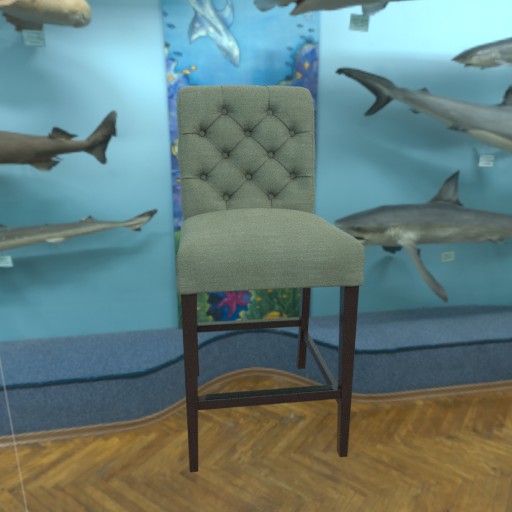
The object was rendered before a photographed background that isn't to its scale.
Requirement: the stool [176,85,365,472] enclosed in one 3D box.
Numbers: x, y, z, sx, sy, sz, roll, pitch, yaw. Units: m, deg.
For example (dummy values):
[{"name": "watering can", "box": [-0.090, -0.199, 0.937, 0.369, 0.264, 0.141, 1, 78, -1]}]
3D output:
[{"name": "stool", "box": [0.000, 0.000, 1.436, 0.486, 1.084, 0.660, -2, 16, -7]}]
